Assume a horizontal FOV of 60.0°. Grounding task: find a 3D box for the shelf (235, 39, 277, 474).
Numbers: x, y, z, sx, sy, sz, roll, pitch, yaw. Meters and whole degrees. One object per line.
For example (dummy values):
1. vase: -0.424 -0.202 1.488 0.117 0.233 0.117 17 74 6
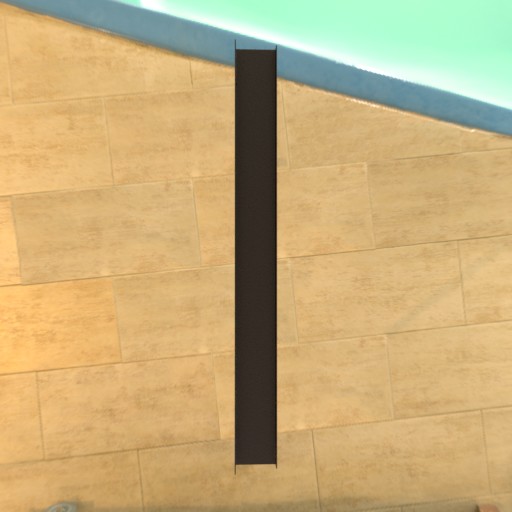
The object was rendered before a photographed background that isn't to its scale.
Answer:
1. shelf: 0.000 0.000 0.964 0.092 0.049 0.924 0 89 -2
